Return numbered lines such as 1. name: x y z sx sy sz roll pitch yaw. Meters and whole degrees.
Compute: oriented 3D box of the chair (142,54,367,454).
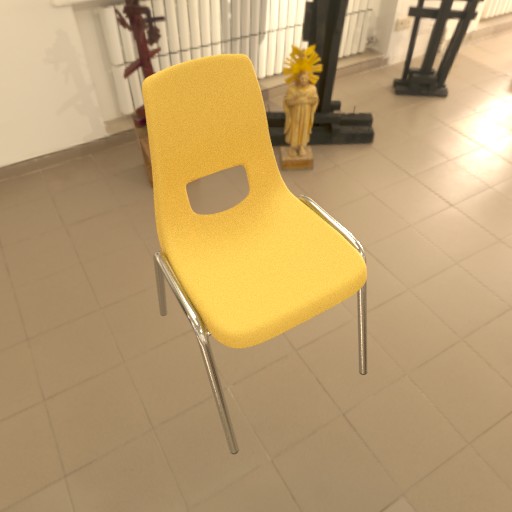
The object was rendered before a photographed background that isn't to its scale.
1. chair: 0.000 0.000 0.908 0.381 0.653 0.436 -24 51 -21
